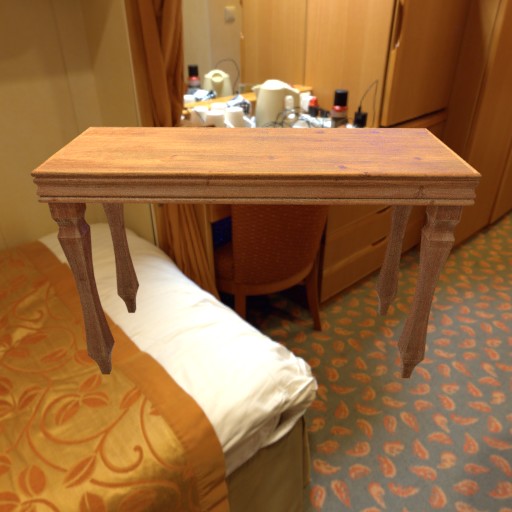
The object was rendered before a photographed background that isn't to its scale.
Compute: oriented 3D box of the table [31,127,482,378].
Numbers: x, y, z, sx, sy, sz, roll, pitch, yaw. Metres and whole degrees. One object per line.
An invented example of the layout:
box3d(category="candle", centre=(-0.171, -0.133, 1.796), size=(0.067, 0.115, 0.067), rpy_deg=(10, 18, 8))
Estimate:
box3d(category="table", centre=(0.000, 0.000, 1.749), size=(1.330, 0.873, 0.522), rpy_deg=(1, 31, 1))
